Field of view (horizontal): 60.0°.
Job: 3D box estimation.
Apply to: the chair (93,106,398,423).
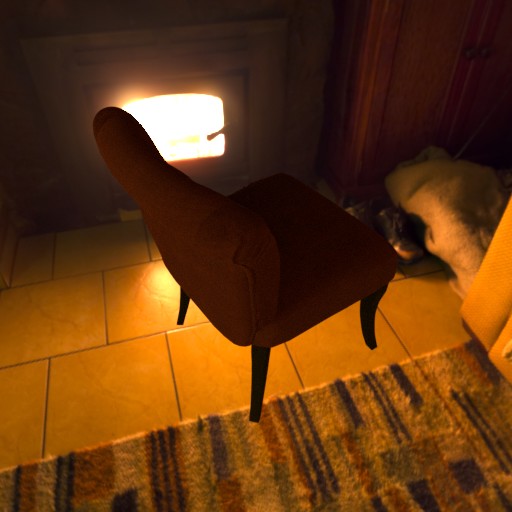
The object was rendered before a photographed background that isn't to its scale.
[{"bbox_3d":[0.000,0.000,1.180,0.605,0.750,0.582,-26,48,-26],"label":"chair"}]
